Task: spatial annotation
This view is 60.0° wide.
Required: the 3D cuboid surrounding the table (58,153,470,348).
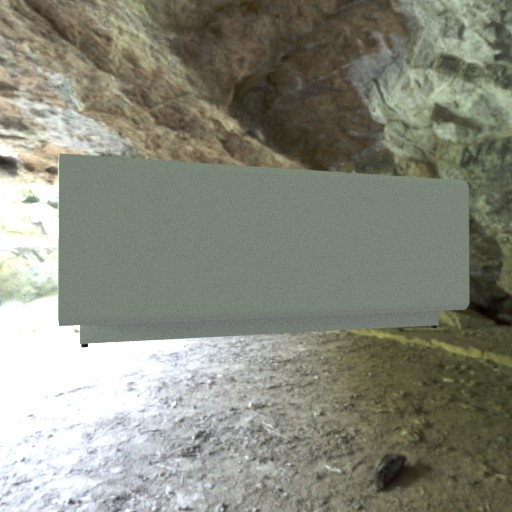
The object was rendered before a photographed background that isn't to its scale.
[{"bbox_3d":[0.000,0.000,1.423,1.097,0.442,0.639,0,-1,-18],"label":"table"}]
